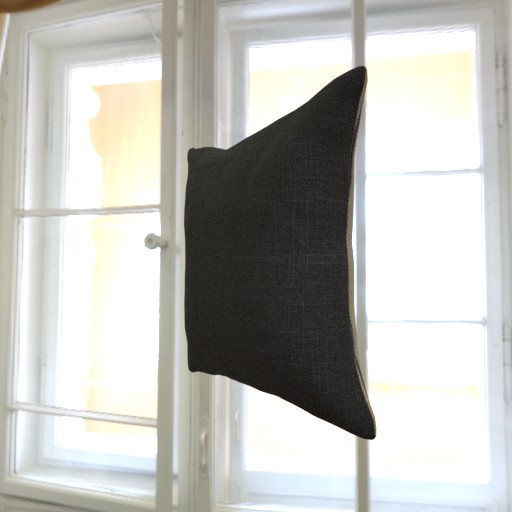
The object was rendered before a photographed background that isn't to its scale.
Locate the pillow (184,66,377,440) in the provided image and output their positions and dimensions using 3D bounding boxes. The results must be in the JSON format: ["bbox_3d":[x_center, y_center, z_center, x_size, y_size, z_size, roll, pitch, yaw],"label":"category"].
[{"bbox_3d":[0.000,0.000,0.702,0.138,0.444,0.468,2,-3,-35],"label":"pillow"}]
